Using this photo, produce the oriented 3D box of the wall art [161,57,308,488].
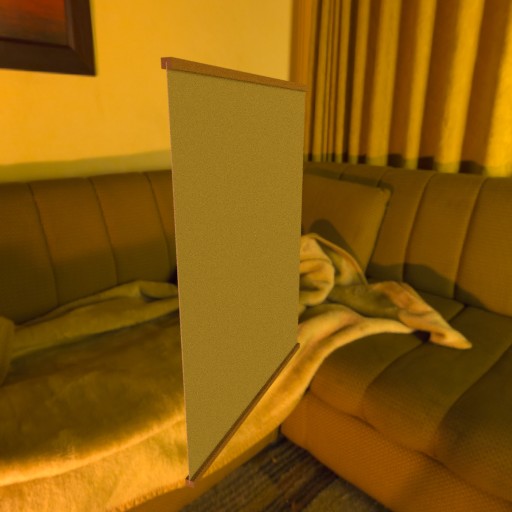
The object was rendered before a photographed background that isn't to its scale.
[{"bbox_3d":[0.000,0.000,0.671,0.012,0.508,0.405,8,19,24],"label":"wall art"}]
